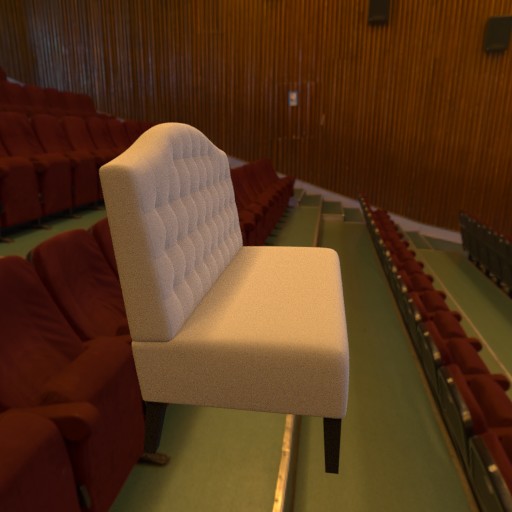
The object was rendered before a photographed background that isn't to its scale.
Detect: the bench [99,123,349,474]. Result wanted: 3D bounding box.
[{"bbox_3d":[0.000,0.000,2.047,0.815,1.180,1.335,2,15,8],"label":"bench"}]
